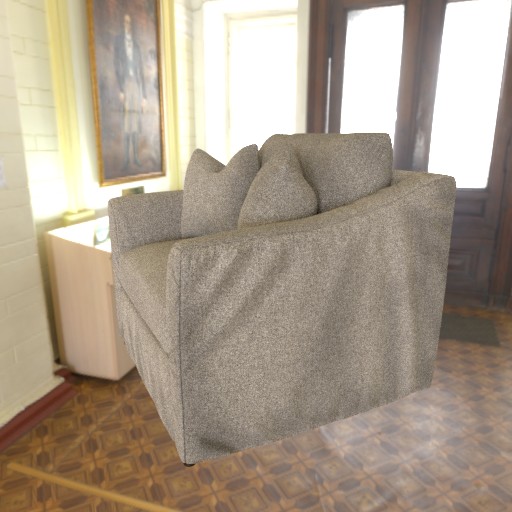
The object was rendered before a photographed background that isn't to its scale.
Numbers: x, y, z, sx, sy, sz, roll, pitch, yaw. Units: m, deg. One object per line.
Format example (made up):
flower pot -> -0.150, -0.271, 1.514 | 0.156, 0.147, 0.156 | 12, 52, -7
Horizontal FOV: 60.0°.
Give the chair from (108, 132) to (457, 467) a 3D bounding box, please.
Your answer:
chair -> 0.000, 0.000, 1.954 | 1.071, 1.059, 1.194 | -7, 16, -26
